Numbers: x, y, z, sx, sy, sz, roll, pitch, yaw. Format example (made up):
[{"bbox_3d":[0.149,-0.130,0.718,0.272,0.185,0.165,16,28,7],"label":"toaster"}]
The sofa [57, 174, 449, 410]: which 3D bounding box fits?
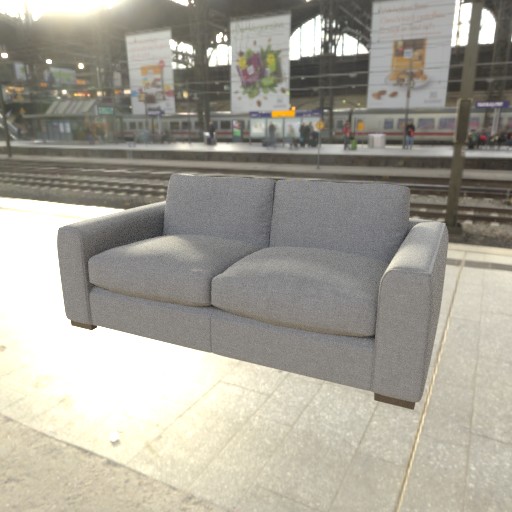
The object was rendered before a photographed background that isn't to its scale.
[{"bbox_3d":[0.000,0.000,2.458,1.920,0.800,1.069,7,17,24],"label":"sofa"}]
